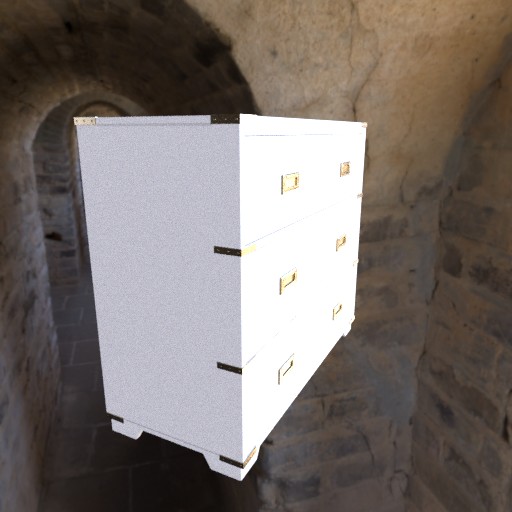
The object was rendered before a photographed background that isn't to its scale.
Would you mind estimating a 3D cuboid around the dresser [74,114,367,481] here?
[{"bbox_3d":[0.000,0.000,1.523,0.460,0.891,1.022,8,18,26],"label":"dresser"}]
